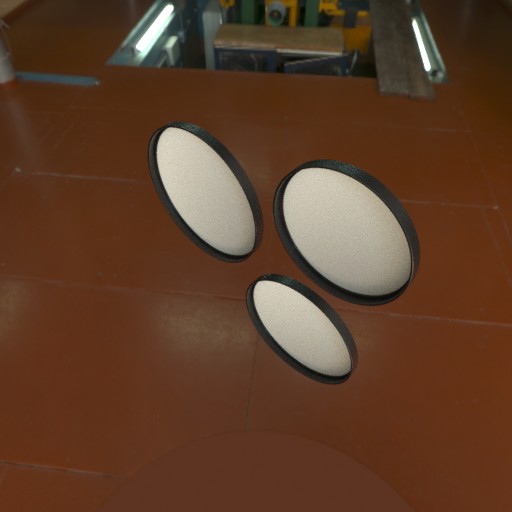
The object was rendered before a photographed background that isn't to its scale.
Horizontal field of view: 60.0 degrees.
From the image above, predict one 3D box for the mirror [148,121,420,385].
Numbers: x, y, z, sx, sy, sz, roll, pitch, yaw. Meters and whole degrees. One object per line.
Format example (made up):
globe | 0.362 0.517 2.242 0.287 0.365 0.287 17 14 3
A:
mirror | 0.000 0.000 3.207 2.160 2.096 0.076 32 55 27
